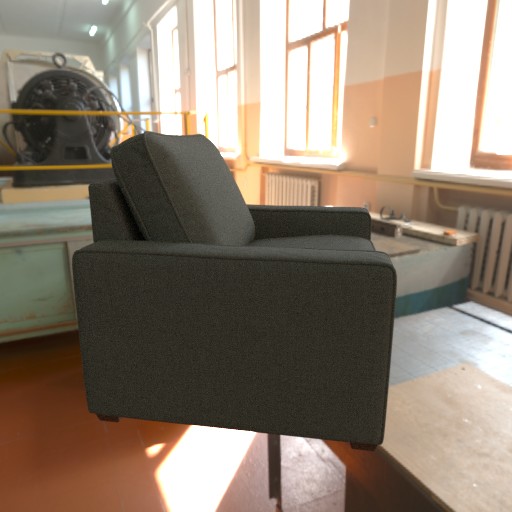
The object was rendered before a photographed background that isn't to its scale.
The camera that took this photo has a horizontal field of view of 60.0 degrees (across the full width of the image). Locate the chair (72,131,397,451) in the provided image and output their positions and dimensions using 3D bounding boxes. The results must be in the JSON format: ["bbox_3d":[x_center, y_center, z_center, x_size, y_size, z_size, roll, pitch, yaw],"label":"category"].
[{"bbox_3d":[0.000,0.000,1.707,0.940,0.919,1.017,3,15,9],"label":"chair"}]
